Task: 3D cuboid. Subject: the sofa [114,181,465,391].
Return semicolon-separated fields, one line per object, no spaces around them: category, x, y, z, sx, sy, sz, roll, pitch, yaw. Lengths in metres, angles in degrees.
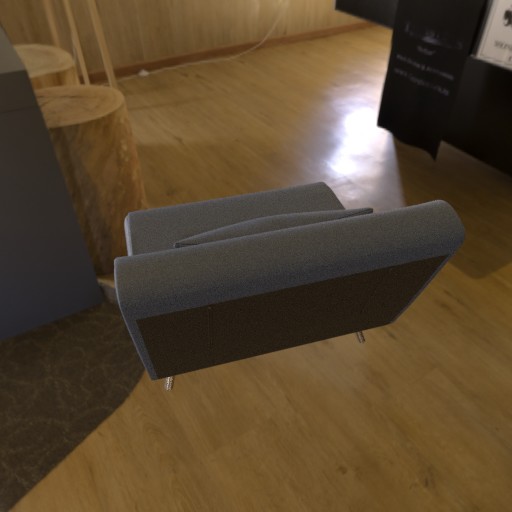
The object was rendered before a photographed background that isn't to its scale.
sofa;0.000;0.000;1.771;0.999;0.860;0.996;-11;43;-12
